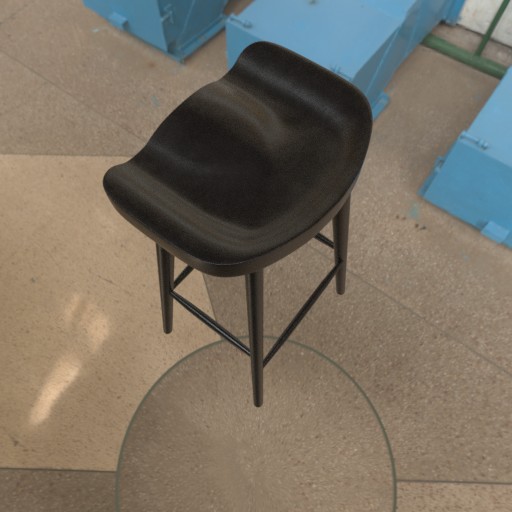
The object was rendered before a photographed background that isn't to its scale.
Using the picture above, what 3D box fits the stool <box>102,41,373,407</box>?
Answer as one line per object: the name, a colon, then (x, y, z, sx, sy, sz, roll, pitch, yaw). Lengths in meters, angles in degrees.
stool: (0.000, 0.000, 0.996, 0.361, 0.749, 0.440, 35, 69, 15)
